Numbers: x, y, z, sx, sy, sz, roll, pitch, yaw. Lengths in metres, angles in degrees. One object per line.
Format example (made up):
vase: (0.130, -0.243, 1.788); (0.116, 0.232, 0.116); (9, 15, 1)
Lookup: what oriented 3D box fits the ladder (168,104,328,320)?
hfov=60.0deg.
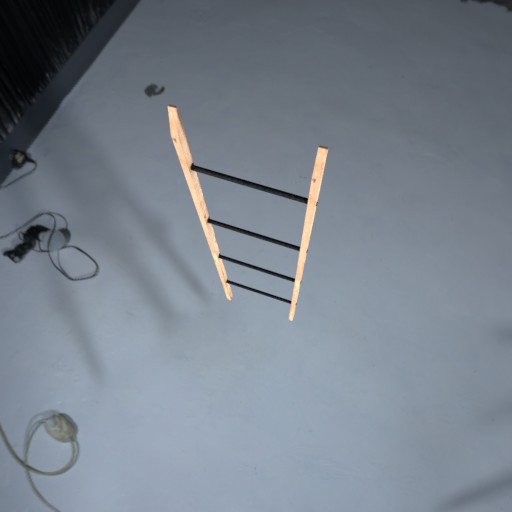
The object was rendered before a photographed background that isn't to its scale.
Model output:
ladder: (0.000, 0.000, 1.978); (0.442, 1.805, 0.200); (18, 65, 8)
